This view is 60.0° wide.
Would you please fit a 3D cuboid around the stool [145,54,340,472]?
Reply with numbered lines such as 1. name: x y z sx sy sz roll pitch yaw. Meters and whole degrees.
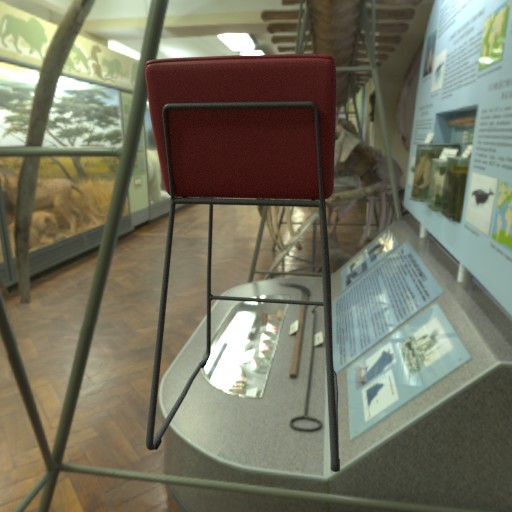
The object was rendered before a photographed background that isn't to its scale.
1. stool: 0.000 0.000 1.213 0.489 0.937 0.524 2 15 9
